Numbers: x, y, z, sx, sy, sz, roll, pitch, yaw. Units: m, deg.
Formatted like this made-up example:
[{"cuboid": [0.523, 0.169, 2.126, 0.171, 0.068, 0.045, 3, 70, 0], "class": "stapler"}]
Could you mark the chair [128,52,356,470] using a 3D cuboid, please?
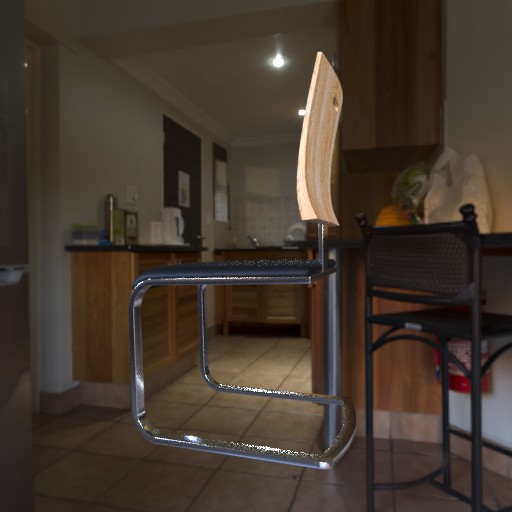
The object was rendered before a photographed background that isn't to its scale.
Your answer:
[{"cuboid": [0.000, 0.000, 1.256, 0.560, 0.936, 0.462, 0, 2, 18], "class": "chair"}]
